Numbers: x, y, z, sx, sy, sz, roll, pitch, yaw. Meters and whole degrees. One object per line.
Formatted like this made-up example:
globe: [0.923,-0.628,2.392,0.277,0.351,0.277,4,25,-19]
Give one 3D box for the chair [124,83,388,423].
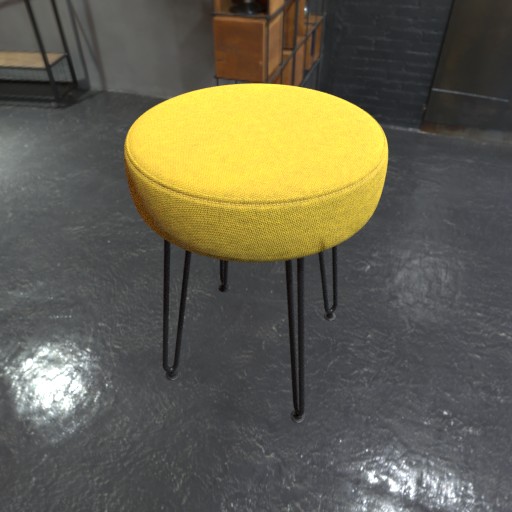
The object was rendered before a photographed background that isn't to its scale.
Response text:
chair: [0.000,0.000,0.719,0.345,0.455,0.345,14,43,15]
